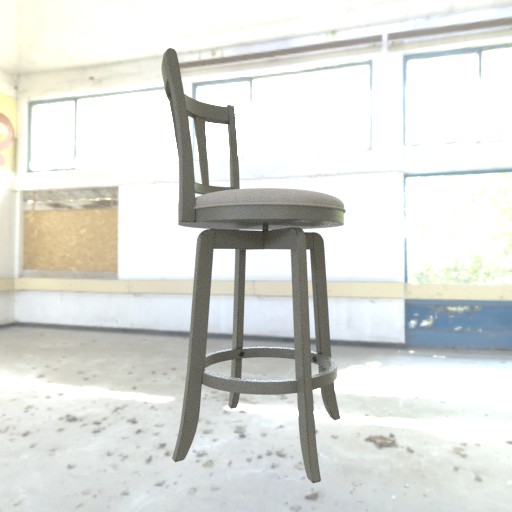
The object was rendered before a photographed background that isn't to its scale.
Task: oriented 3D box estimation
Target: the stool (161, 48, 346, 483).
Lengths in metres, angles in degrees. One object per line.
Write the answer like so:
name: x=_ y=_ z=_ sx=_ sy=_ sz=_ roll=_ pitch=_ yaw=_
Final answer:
stool: x=0.000 y=0.000 z=1.223 sx=0.486 sy=0.994 sz=0.450 roll=0 pitch=0 yaw=17
